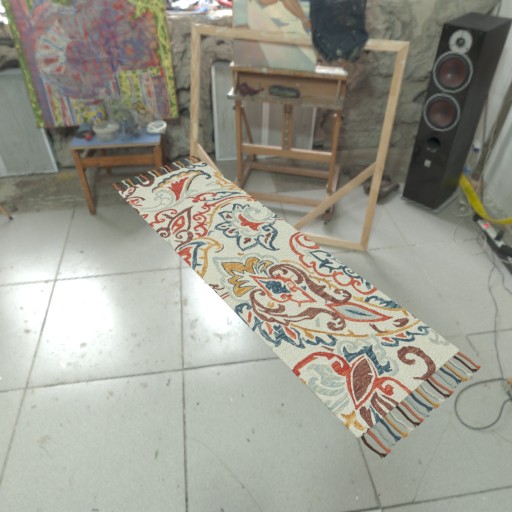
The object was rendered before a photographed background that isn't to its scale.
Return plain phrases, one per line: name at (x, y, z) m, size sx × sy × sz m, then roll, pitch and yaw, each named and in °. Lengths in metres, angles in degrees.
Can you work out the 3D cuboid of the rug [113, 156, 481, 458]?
rug at (0.000, 0.000, 2.821) m, size 0.763 × 0.015 × 2.682 m, roll -27°, pitch 48°, yaw -27°
